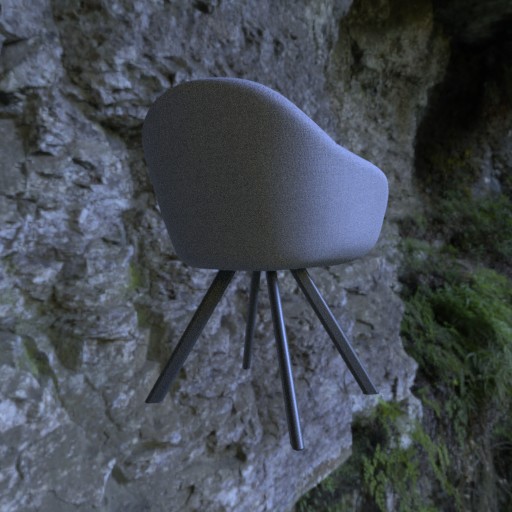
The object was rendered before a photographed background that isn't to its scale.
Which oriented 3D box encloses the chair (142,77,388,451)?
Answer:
[{"bbox_3d":[0.000,0.000,1.196,0.590,0.795,0.550,1,2,36],"label":"chair"}]
